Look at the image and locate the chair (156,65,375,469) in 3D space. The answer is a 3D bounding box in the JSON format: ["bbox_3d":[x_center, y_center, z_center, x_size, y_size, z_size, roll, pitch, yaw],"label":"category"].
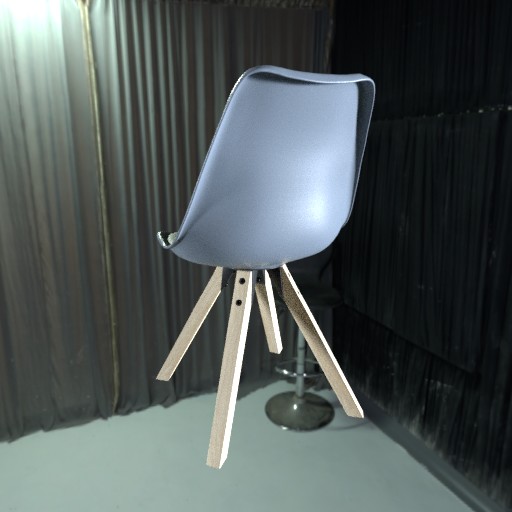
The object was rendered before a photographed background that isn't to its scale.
[{"bbox_3d":[0.000,0.000,1.171,0.485,0.850,0.550,-7,16,-27],"label":"chair"}]
